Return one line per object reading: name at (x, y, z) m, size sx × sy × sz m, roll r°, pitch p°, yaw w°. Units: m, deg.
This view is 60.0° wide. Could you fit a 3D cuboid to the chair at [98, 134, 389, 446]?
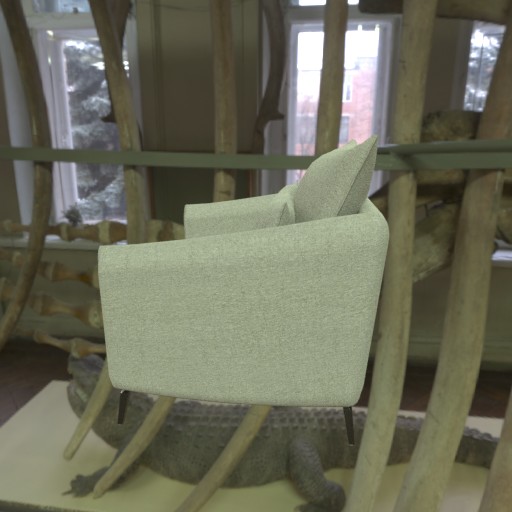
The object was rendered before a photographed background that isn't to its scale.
chair at (0.000, 0.000, 1.639) m, size 0.801 × 0.856 × 1.029 m, roll 2°, pitch 15°, yaw 7°
